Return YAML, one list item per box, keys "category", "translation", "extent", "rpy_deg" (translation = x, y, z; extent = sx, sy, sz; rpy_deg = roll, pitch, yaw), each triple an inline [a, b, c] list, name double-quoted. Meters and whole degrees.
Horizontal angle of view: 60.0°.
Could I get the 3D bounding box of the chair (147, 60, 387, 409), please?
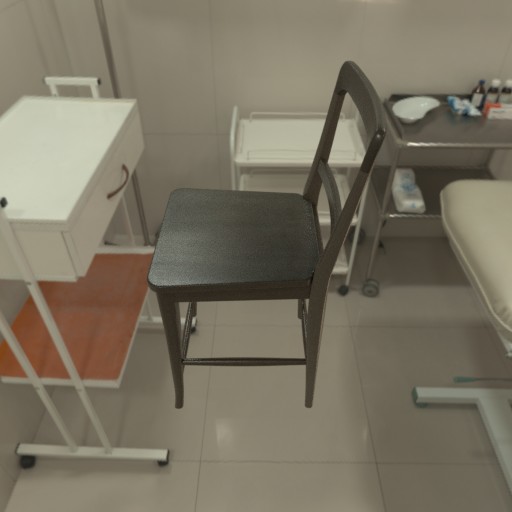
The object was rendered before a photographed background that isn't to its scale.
- category: "chair"
  translation: [0.000, 0.000, 1.313]
  extent: [0.546, 0.991, 0.450]
  rpy_deg: [0, 41, 0]
